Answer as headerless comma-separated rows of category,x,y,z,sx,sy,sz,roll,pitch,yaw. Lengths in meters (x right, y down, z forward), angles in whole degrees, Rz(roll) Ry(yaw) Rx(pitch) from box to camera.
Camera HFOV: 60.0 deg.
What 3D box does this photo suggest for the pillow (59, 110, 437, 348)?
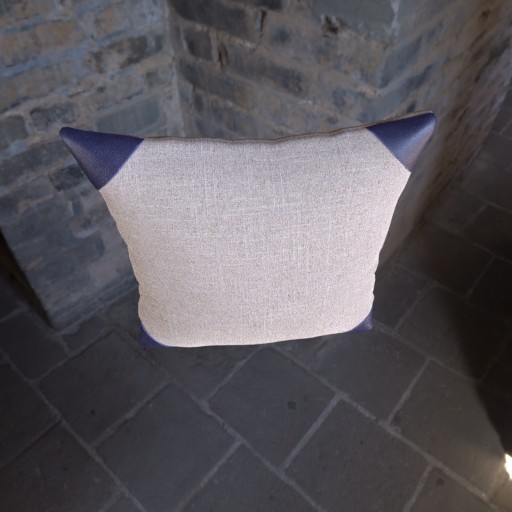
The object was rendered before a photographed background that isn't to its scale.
pillow,0.000,0.000,0.661,0.440,0.441,0.147,-4,47,-4
